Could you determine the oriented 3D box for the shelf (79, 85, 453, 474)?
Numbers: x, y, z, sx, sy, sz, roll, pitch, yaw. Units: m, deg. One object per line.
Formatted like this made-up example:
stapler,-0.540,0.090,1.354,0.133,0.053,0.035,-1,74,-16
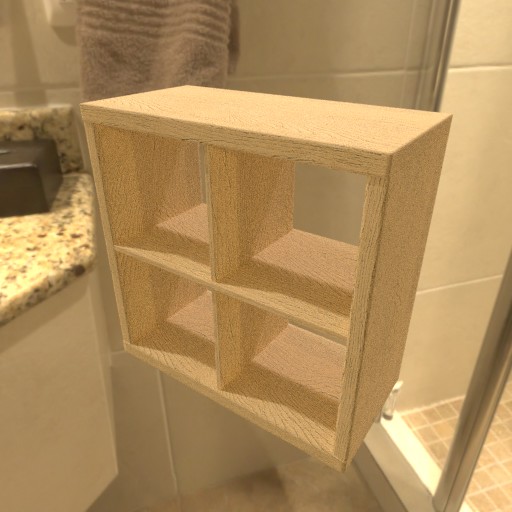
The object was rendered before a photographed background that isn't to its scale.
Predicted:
shelf,0.000,0.000,1.225,0.790,0.786,0.390,18,34,30
